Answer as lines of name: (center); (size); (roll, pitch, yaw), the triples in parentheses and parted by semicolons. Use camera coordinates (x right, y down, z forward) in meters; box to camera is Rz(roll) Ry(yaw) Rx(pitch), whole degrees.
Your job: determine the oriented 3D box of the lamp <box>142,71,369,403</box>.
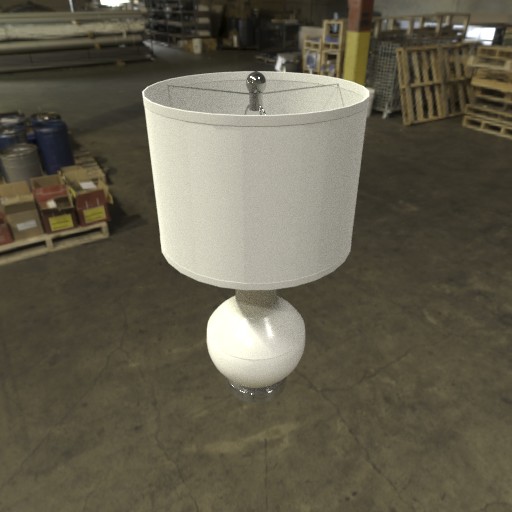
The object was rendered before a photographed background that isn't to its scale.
lamp: (0.000, 0.000, 0.867); (0.357, 0.673, 0.357); (-18, 35, -28)
